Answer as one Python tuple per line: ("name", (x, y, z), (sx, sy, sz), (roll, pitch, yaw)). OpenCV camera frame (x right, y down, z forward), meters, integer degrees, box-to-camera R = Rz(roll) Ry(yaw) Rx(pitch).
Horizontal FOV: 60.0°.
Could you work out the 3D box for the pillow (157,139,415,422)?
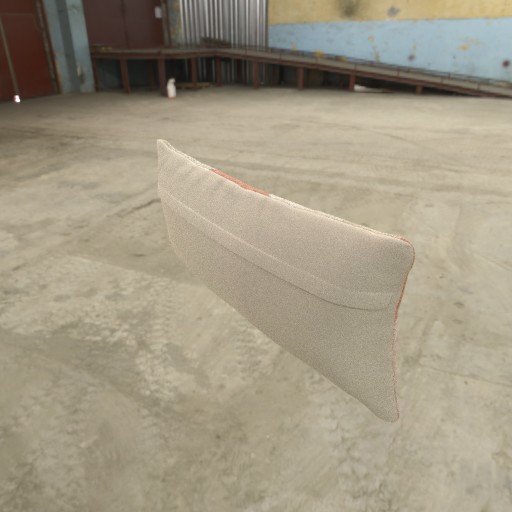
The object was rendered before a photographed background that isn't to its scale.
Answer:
("pillow", (0.000, 0.000, 0.733), (0.155, 0.292, 0.609), (-17, 31, -31))
